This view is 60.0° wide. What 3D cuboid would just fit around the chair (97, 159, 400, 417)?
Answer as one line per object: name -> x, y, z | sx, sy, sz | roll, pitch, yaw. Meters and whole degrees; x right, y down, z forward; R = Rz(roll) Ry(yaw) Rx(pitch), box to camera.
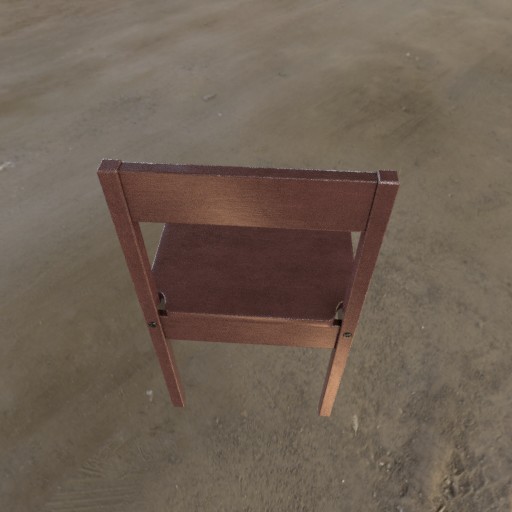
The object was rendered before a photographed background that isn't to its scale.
chair -> 0.000, 0.000, 0.881 | 0.367, 0.668, 0.361 | 3, 48, 3
